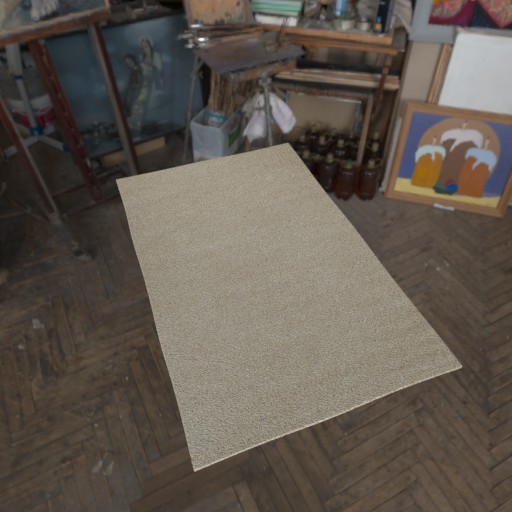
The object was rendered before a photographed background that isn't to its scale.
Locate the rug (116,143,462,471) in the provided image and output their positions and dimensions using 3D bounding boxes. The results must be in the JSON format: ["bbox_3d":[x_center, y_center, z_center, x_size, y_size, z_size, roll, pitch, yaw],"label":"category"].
[{"bbox_3d":[0.000,0.000,2.975,1.500,0.025,2.346,-15,49,-14],"label":"rug"}]
